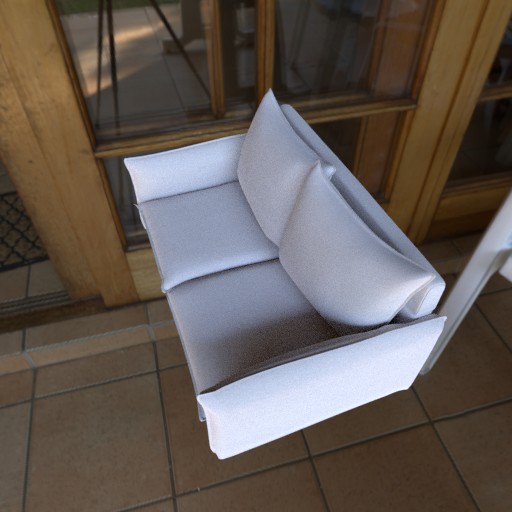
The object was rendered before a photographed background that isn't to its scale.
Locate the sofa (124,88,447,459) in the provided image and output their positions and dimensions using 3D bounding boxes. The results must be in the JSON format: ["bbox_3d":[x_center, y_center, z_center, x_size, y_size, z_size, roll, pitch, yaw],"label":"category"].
[{"bbox_3d":[0.000,0.000,1.830,0.820,0.840,1.300,-16,49,-14],"label":"sofa"}]
